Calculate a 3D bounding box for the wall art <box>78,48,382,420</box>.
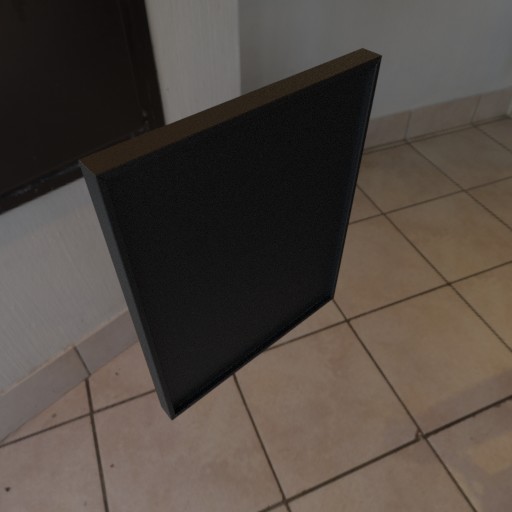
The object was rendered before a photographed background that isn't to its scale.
[{"bbox_3d":[0.000,0.000,0.744,0.449,0.555,0.039,-32,54,-27],"label":"wall art"}]
